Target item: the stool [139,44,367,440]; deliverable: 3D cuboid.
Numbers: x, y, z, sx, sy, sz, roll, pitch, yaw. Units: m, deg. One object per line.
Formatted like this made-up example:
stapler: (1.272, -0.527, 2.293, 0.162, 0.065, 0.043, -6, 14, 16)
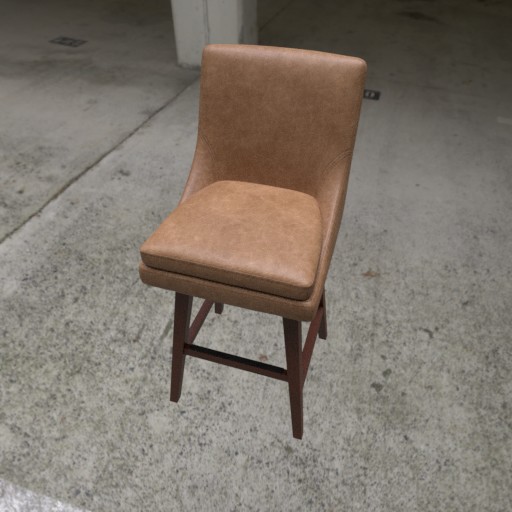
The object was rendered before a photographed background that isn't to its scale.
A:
stool: (0.000, 0.000, 1.383, 0.487, 1.079, 0.572, 12, 42, 13)
